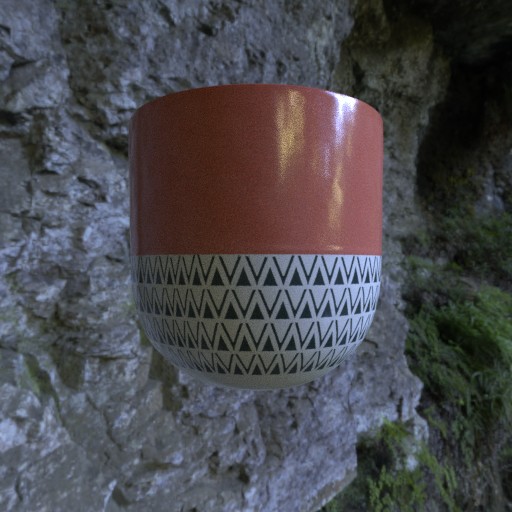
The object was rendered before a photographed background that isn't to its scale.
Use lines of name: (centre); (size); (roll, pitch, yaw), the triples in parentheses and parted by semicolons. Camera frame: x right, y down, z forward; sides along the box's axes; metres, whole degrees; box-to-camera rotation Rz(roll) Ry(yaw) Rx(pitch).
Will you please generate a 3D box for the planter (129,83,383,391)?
planter: (0.000, 0.000, 0.480); (0.266, 0.270, 0.266); (0, -1, 0)
